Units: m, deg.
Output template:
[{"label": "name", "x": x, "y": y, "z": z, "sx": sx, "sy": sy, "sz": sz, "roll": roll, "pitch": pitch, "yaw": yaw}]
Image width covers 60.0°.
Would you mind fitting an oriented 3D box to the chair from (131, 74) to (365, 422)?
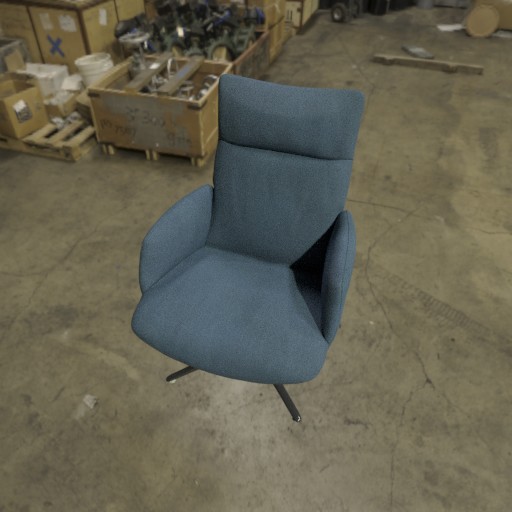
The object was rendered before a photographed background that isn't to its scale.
[{"label": "chair", "x": 0.000, "y": 0.000, "z": 1.636, "sx": 0.711, "sy": 1.016, "sz": 0.889, "roll": 13, "pitch": 43, "yaw": 14}]
